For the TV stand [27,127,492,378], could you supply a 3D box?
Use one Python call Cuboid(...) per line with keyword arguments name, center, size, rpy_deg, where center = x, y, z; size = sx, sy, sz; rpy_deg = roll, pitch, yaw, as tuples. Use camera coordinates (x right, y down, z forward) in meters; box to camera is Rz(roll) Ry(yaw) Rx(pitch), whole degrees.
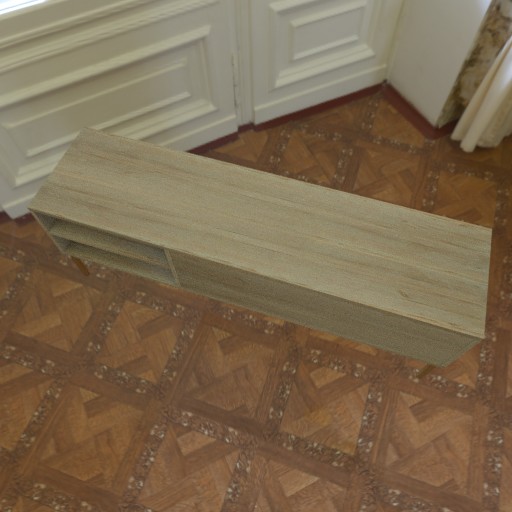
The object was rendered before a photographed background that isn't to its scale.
Cuboid(name="TV stand", center=(0.000, 0.000, 1.813), size=(1.600, 0.550, 0.420), rpy_deg=(16, 62, 9))
